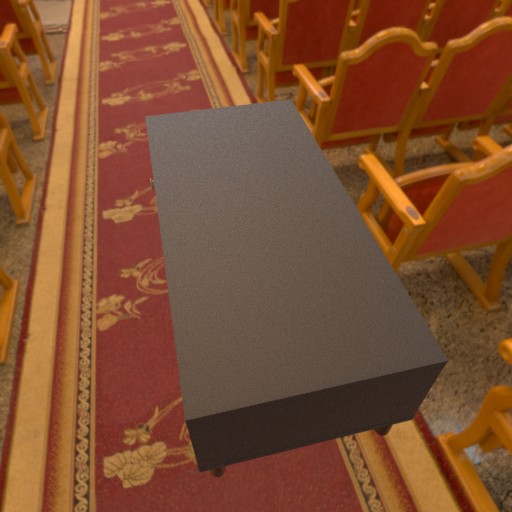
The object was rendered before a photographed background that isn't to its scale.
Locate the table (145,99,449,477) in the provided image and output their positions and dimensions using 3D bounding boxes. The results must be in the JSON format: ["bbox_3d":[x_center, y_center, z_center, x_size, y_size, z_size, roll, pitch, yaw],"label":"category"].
[{"bbox_3d":[0.000,0.000,1.351,0.550,0.400,1.100,-10,47,-9],"label":"table"}]
